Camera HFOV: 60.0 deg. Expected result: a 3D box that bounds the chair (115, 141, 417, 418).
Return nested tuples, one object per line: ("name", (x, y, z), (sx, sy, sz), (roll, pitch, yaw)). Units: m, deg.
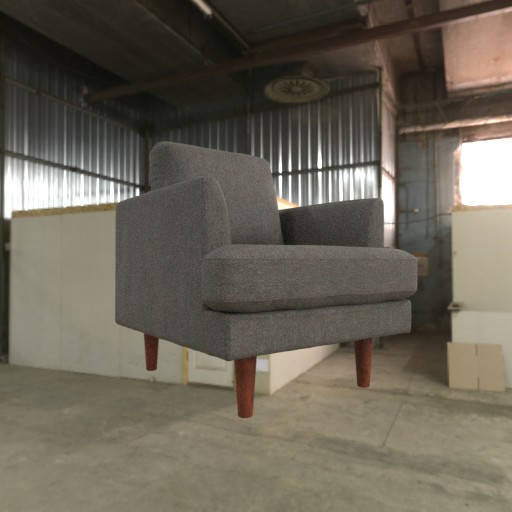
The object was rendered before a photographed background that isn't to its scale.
("chair", (0.000, 0.000, 1.730), (0.858, 0.957, 0.899), (0, -1, -36))
